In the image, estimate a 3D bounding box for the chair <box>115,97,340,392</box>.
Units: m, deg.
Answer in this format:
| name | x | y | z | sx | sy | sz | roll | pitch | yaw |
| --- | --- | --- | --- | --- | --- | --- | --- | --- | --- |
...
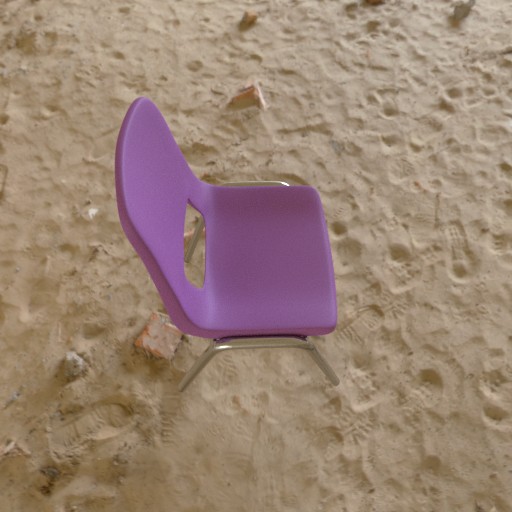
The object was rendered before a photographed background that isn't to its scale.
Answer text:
| name | x | y | z | sx | sy | sz | roll | pitch | yaw |
| --- | --- | --- | --- | --- | --- | --- | --- | --- | --- |
| chair | 0.000 | 0.000 | 0.681 | 0.301 | 0.493 | 0.291 | -2 | 60 | -1 |
